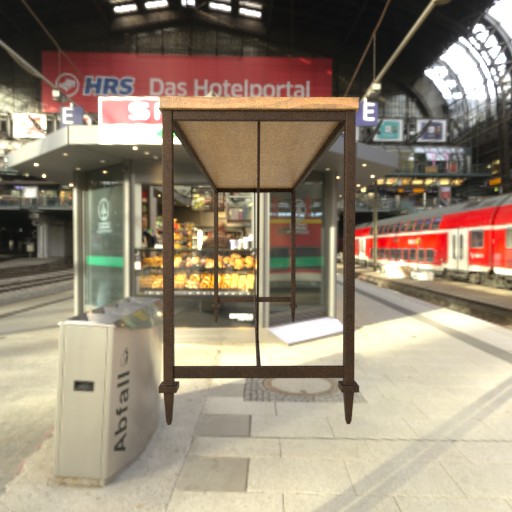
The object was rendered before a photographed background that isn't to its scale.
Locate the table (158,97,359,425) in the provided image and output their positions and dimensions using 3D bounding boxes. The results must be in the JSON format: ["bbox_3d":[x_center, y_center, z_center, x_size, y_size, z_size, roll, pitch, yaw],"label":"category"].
[{"bbox_3d":[0.000,0.000,2.056,0.551,0.902,1.700,0,1,-1],"label":"table"}]
